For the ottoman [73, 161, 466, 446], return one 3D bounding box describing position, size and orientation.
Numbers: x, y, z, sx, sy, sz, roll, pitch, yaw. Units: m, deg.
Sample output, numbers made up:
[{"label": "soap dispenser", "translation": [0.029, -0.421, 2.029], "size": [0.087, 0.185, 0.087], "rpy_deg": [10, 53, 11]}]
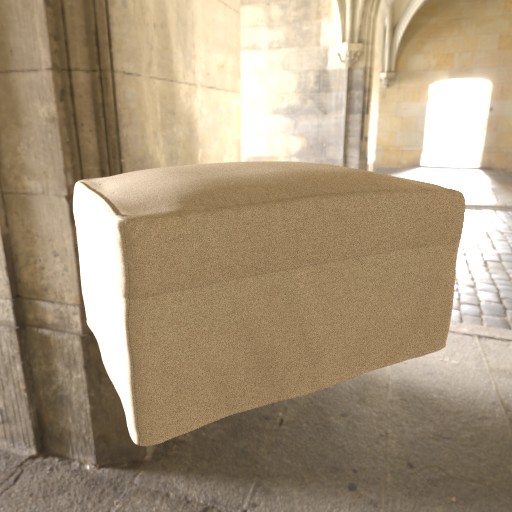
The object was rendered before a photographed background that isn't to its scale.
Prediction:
[{"label": "ottoman", "translation": [0.000, 0.000, 1.191], "size": [0.833, 0.485, 0.650], "rpy_deg": [-9, 19, -27]}]
